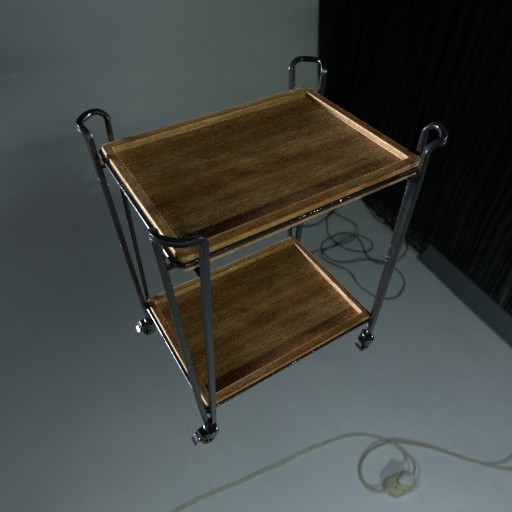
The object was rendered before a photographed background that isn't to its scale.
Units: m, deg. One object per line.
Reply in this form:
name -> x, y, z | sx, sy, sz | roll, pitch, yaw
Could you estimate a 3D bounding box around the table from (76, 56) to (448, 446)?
table -> 0.000, 0.000, 1.210 | 0.672, 0.785, 0.505 | -24, 50, -22
